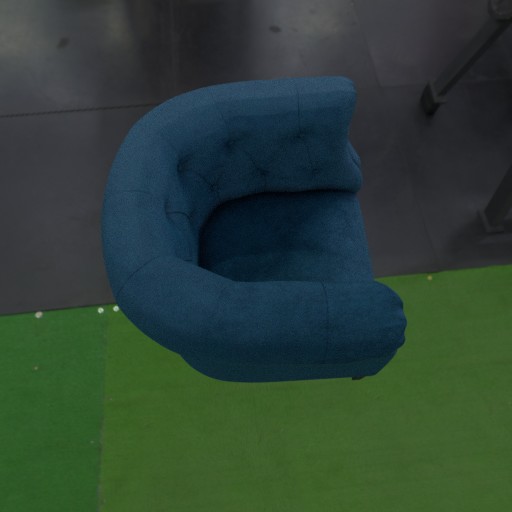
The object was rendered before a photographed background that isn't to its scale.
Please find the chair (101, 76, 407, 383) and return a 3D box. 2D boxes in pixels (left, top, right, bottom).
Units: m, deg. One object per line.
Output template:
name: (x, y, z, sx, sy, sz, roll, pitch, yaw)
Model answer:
chair: (0.000, 0.000, 1.527, 0.851, 0.826, 0.904, -3, 63, -2)
